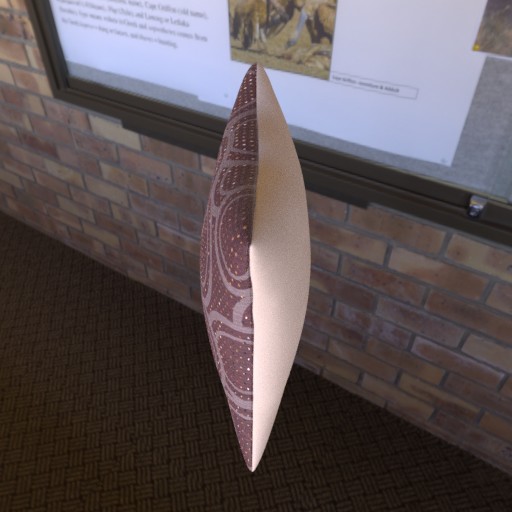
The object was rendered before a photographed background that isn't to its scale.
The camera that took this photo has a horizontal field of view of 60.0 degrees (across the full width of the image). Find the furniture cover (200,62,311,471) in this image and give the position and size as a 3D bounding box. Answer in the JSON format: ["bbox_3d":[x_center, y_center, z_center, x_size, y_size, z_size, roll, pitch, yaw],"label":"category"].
[{"bbox_3d":[0.000,0.000,0.801,0.193,0.509,0.552,1,41,1],"label":"furniture cover"}]
